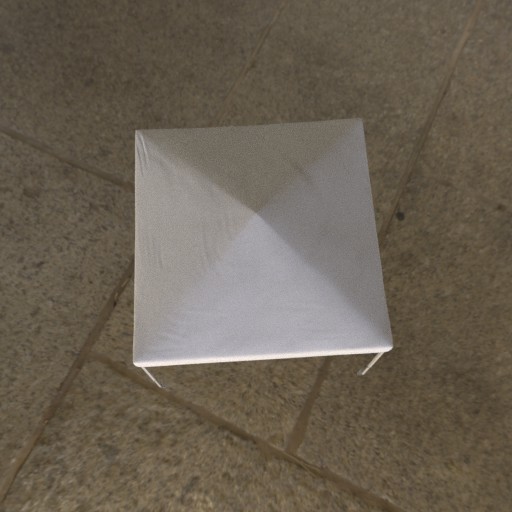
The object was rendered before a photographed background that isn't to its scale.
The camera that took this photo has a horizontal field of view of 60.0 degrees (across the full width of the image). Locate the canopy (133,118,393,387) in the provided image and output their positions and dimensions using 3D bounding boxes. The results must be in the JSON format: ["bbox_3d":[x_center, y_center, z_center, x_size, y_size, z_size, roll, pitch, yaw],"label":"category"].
[{"bbox_3d":[0.000,0.000,6.515,3.599,3.600,3.600,-3,75,-1],"label":"canopy"}]
